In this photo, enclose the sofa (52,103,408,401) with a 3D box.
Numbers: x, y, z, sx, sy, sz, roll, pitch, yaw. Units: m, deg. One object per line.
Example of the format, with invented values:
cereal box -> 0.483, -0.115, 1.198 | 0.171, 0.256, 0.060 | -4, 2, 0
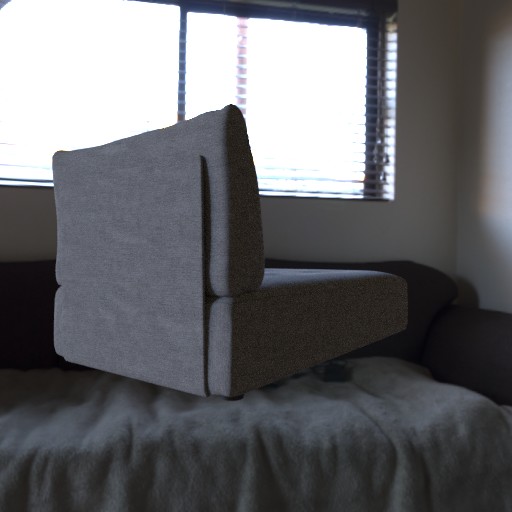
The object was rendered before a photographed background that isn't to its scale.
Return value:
sofa -> 0.000, 0.000, 1.997 | 0.930, 0.820, 1.450 | 0, 0, 37
